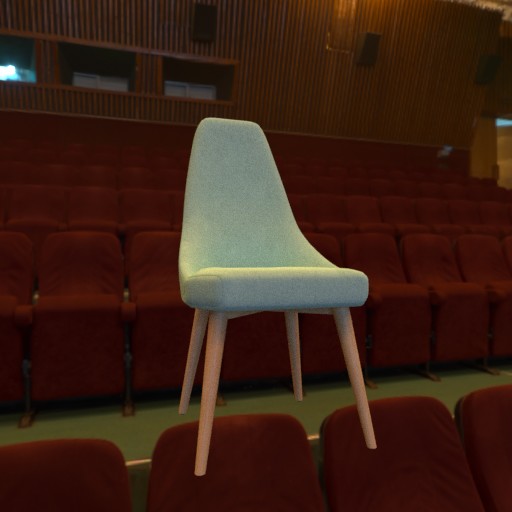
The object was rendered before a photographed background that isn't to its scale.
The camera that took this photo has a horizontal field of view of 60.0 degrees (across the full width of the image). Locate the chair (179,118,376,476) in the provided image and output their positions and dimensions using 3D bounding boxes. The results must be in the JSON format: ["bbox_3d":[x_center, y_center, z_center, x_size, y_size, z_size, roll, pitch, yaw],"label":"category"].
[{"bbox_3d":[0.000,0.000,1.390,0.510,1.040,0.660,0,0,-18],"label":"chair"}]
